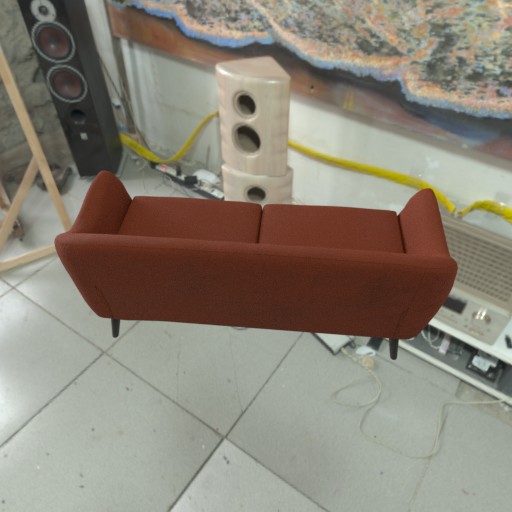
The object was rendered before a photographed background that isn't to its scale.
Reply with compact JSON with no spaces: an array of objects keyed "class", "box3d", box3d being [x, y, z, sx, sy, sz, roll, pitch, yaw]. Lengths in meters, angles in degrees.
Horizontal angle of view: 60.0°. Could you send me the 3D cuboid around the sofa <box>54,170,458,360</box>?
[{"class":"sofa","box3d":[0.000,0.000,2.277,1.840,0.836,0.820,4,45,4]}]
